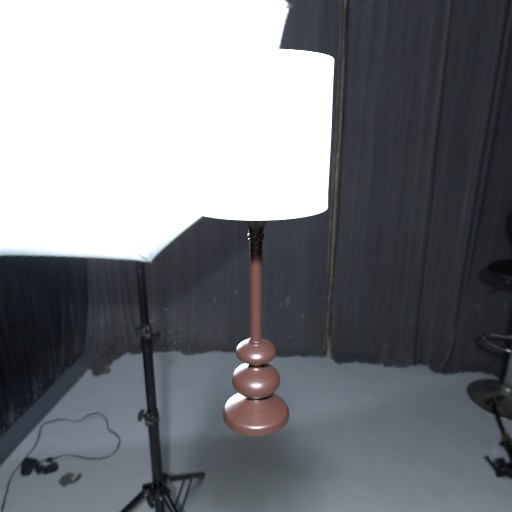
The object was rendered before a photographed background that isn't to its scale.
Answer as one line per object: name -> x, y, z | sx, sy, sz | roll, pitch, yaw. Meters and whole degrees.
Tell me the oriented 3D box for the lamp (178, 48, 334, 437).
lamp -> 0.000, 0.000, 0.822 | 0.254, 0.690, 0.254 | 2, 17, 7
